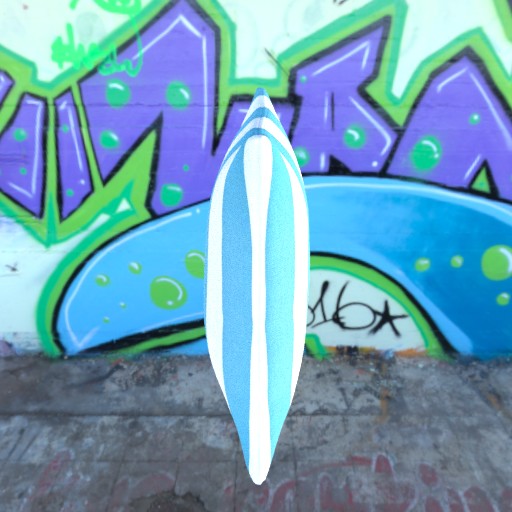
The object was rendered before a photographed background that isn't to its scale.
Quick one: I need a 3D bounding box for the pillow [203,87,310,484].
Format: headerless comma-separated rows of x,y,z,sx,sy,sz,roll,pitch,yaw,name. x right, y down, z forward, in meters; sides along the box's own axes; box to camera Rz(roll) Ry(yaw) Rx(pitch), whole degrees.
0.000,0.000,0.803,0.189,0.526,0.536,0,27,0,pillow
